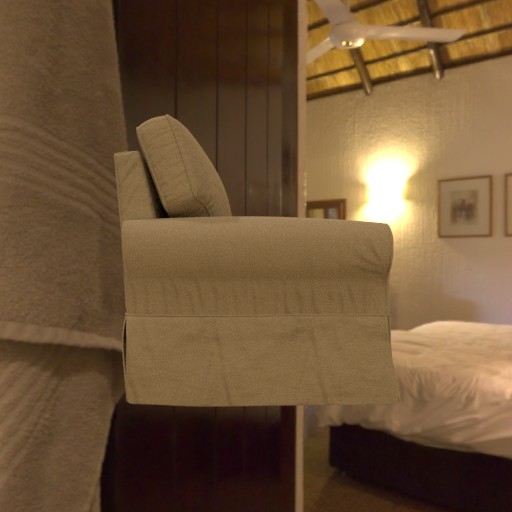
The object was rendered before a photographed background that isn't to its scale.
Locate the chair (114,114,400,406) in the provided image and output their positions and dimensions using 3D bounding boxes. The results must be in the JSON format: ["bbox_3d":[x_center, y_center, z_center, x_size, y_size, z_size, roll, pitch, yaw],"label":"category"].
[{"bbox_3d":[0.000,0.000,1.982,0.988,1.017,1.135,0,0,-1],"label":"chair"}]
